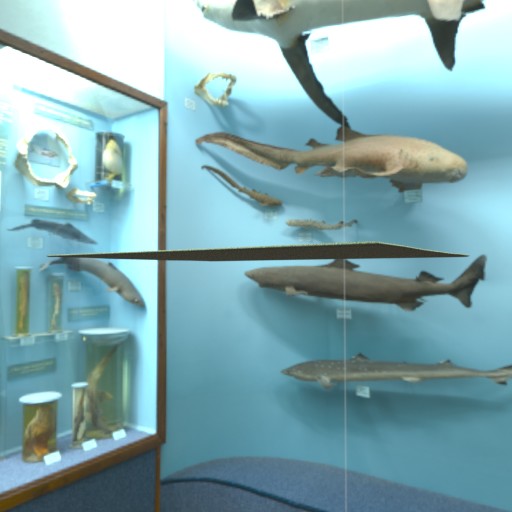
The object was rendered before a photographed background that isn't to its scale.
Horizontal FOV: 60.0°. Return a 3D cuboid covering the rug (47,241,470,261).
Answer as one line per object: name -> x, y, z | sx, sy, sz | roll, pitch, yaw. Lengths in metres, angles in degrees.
rug -> 0.000, 0.000, 2.906 | 2.270, 0.017, 1.606 | -1, -2, 36
